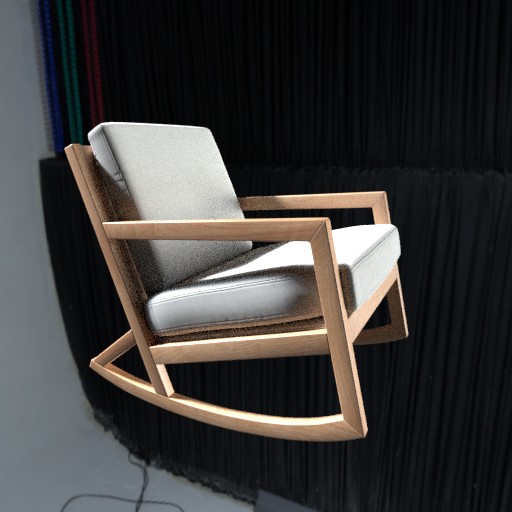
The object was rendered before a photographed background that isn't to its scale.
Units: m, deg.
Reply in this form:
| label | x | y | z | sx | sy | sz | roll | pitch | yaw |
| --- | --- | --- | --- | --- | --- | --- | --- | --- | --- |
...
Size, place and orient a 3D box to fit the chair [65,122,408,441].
| label | x | y | z | sx | sy | sz | roll | pitch | yaw |
| --- | --- | --- | --- | --- | --- | --- | --- | --- | --- |
| chair | 0.000 | 0.000 | 1.368 | 0.857 | 0.790 | 0.622 | 7 | 16 | 26 |
